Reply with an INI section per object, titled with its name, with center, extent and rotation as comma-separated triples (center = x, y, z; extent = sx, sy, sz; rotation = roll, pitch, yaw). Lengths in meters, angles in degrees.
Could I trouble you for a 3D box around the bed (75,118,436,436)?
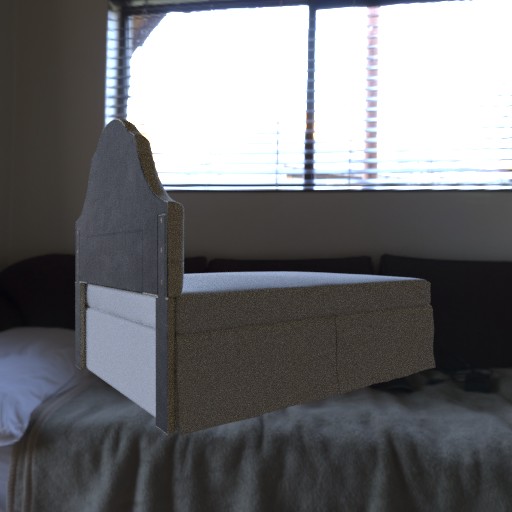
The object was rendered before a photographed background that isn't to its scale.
[bed]
center = 0.000, 0.000, 3.180
extent = 2.092, 1.575, 1.627
rotation = 0, 0, -37
